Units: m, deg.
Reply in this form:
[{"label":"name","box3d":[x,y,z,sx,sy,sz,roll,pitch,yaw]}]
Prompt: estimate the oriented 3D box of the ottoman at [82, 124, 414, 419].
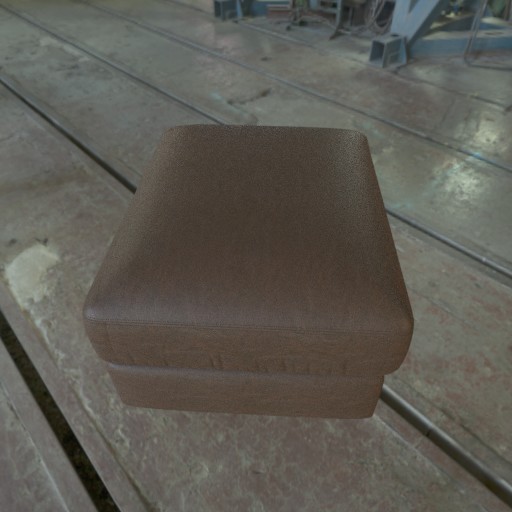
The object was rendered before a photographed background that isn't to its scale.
[{"label":"ottoman","box3d":[0.000,0.000,1.181,0.635,0.508,0.787,2,42,2]}]
